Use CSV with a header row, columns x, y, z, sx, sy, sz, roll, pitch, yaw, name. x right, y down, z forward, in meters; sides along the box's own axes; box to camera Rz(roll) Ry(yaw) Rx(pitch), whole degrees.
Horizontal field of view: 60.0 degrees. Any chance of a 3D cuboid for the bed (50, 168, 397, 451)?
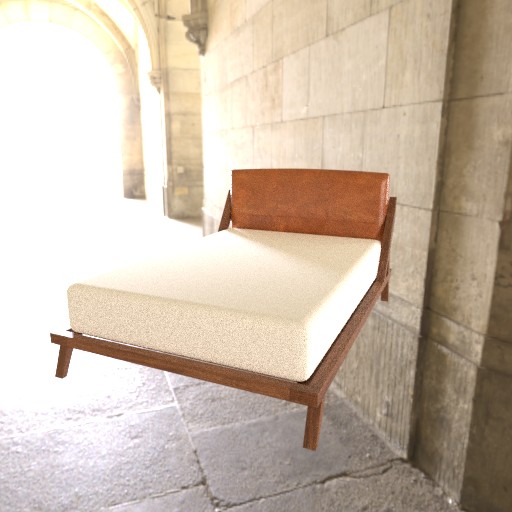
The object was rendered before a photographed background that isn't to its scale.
x,y,z,sx,sy,sz,roll,pitch,yaw,name
0.000,0.000,3.257,1.651,1.168,2.311,6,15,24,bed
